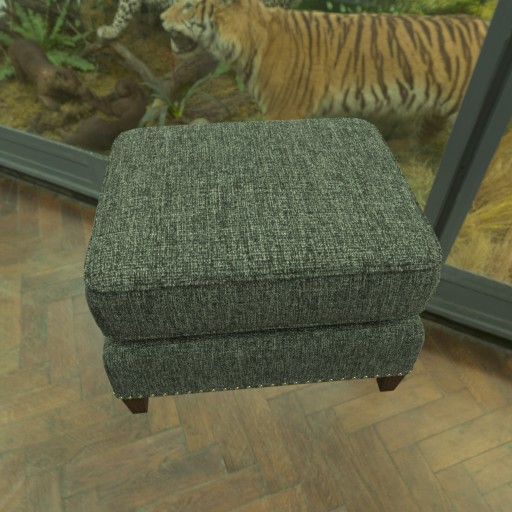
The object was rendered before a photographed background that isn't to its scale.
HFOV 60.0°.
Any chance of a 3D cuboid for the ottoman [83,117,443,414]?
[{"bbox_3d":[0.000,0.000,1.160,0.738,0.537,0.589,-4,46,-4],"label":"ottoman"}]
